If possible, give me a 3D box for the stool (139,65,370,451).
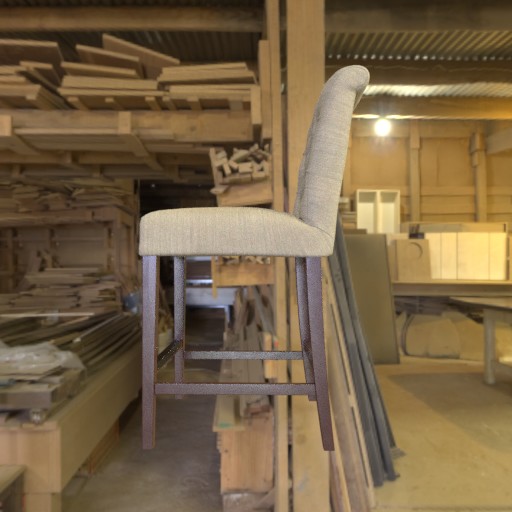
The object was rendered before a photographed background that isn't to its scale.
[{"bbox_3d":[0.000,0.000,1.464,0.660,1.084,0.486,0,0,1],"label":"stool"}]
